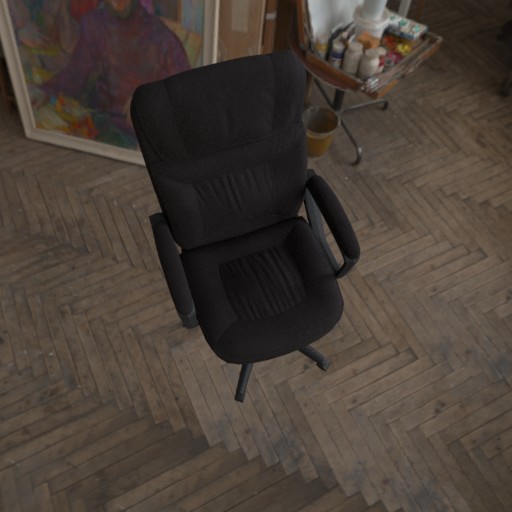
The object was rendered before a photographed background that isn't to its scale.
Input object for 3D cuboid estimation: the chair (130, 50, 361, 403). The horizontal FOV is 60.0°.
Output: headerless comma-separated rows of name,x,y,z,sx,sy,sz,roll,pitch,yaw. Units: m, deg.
chair,0.000,0.000,1.553,0.667,1.105,0.724,-18,63,-9
